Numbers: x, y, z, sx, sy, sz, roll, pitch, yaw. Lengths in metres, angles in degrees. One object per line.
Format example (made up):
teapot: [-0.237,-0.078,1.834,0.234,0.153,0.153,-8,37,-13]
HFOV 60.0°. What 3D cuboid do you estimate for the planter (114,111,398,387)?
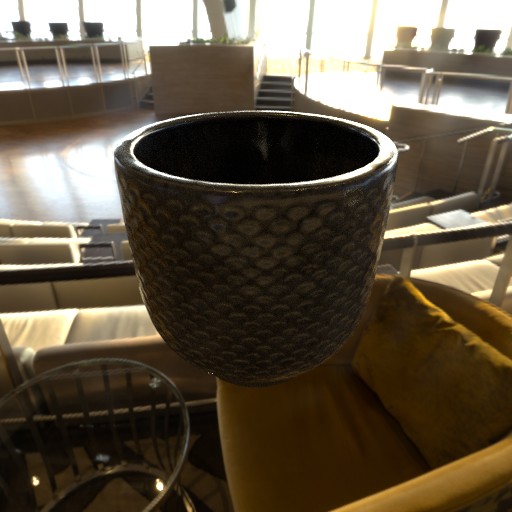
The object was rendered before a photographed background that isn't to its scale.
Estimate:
planter: [0.000,0.000,0.361,0.197,0.191,0.197,0,30,0]
